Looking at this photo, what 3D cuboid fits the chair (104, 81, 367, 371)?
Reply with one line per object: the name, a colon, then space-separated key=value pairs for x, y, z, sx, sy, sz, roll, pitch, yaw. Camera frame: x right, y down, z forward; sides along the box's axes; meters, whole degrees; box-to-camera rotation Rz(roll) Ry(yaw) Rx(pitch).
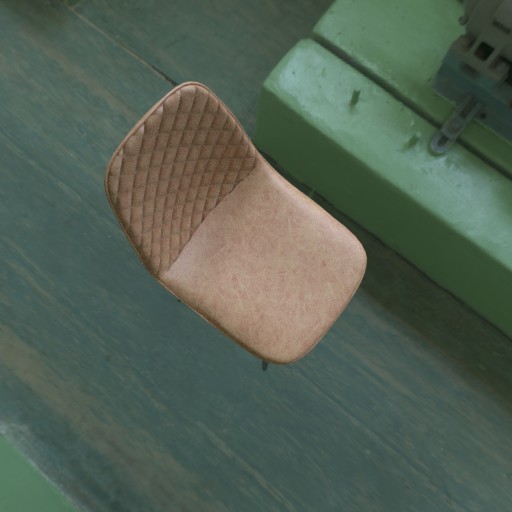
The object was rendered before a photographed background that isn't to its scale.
chair: x=0.000 y=0.000 z=1.243 sx=0.561 sy=0.889 sz=0.472 roll=37 pitch=79 yaw=8
